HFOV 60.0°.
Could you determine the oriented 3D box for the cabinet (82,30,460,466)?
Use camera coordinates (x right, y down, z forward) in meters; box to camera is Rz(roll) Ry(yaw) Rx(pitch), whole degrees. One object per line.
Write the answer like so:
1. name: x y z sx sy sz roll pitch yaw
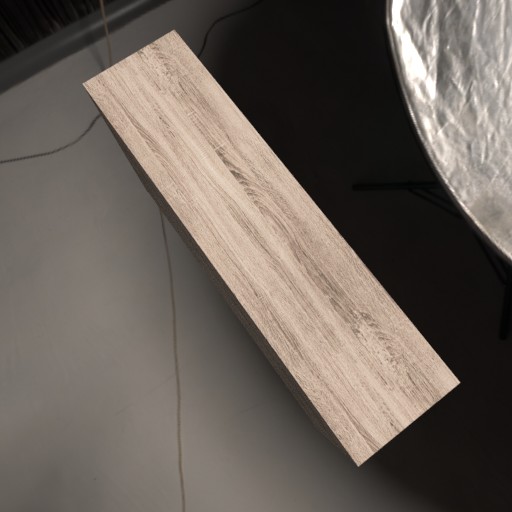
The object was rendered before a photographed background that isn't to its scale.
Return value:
1. cabinet: 0.000 0.000 1.792 0.380 0.900 1.450 -35 78 -9
